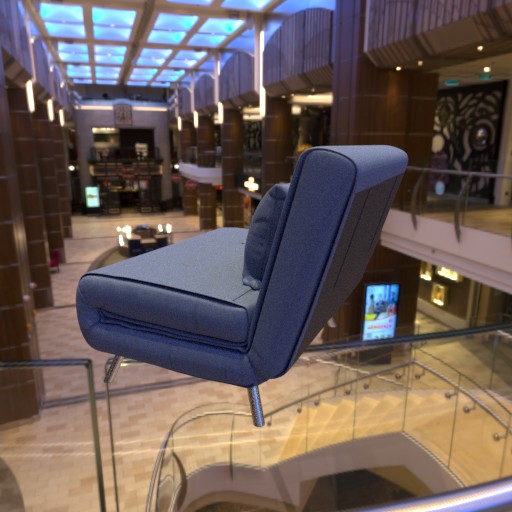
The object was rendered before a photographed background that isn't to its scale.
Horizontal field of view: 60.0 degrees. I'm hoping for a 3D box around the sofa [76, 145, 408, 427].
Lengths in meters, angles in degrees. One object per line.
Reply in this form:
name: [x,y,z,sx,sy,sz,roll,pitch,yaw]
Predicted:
sofa: [0.000,0.000,1.775,0.996,0.860,0.999,7,16,24]
